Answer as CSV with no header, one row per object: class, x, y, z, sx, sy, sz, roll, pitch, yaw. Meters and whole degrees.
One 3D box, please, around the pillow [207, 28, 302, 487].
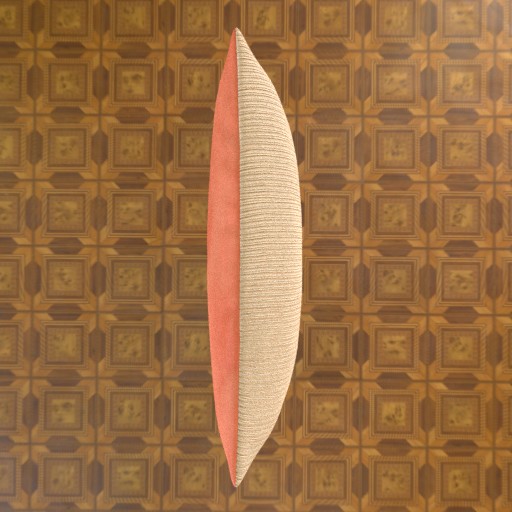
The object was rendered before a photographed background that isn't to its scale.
pillow,0.000,0.000,0.733,0.155,0.307,0.608,0,90,1
